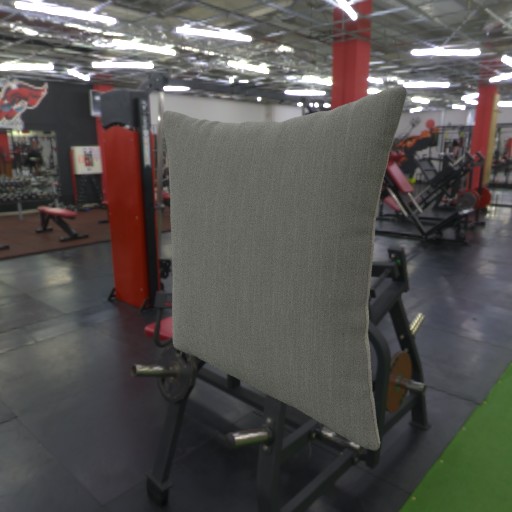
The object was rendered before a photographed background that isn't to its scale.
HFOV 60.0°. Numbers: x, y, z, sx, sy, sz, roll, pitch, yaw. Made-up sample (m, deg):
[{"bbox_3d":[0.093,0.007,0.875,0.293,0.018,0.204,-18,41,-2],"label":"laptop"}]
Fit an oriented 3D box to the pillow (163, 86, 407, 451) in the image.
[{"bbox_3d":[0.000,0.000,0.768,0.511,0.509,0.161,13,19,43],"label":"pillow"}]
